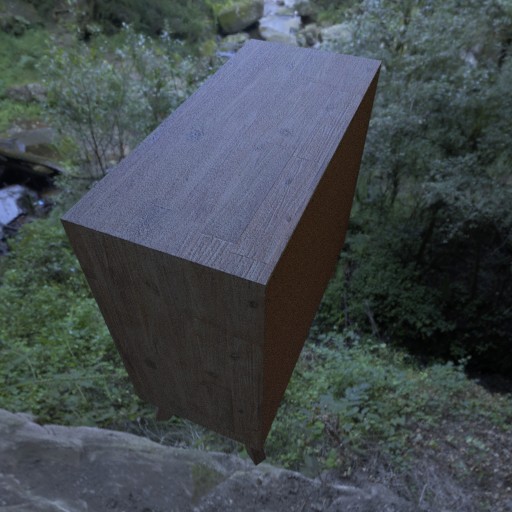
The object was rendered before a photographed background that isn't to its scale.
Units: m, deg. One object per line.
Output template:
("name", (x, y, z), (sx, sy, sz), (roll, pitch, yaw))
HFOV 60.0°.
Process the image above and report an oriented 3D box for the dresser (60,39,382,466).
("dresser", (0.000, 0.000, 1.538), (0.455, 1.029, 0.998), (17, 50, 15))
